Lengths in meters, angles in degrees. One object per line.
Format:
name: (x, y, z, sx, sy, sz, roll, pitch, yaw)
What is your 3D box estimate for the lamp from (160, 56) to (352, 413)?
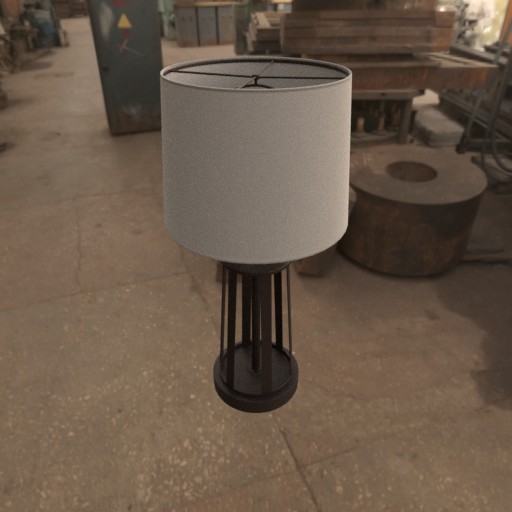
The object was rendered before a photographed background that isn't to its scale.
lamp: (0.000, 0.000, 0.650, 0.251, 0.509, 0.251, 0, 32, 0)
